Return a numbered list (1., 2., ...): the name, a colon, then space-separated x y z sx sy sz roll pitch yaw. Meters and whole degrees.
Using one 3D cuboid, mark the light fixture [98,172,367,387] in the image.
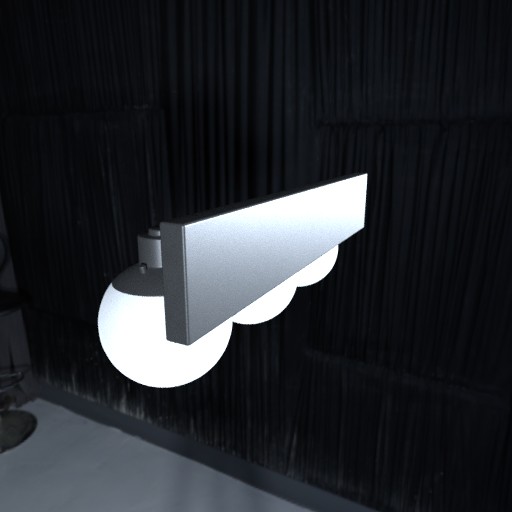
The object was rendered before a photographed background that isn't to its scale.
1. light fixture: 0.000 0.000 0.826 0.218 0.263 0.721 8 17 27
